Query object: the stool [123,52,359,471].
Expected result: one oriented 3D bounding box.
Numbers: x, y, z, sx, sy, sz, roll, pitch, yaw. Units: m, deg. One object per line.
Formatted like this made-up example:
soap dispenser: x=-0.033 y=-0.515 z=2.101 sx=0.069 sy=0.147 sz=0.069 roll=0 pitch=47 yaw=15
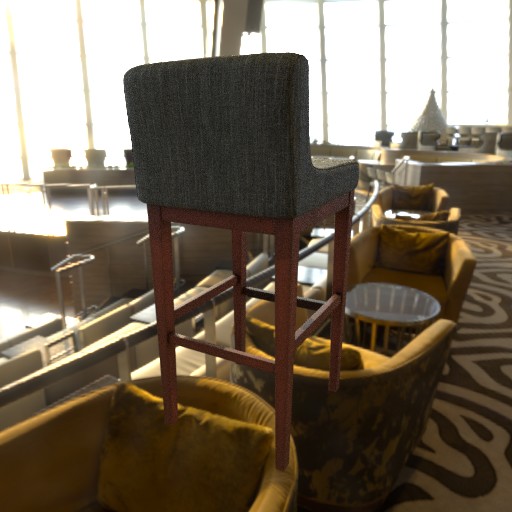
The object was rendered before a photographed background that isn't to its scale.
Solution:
stool: x=0.000 y=0.000 z=1.226 sx=0.426 sy=0.965 sz=0.499 roll=9 pitch=19 yaw=28
